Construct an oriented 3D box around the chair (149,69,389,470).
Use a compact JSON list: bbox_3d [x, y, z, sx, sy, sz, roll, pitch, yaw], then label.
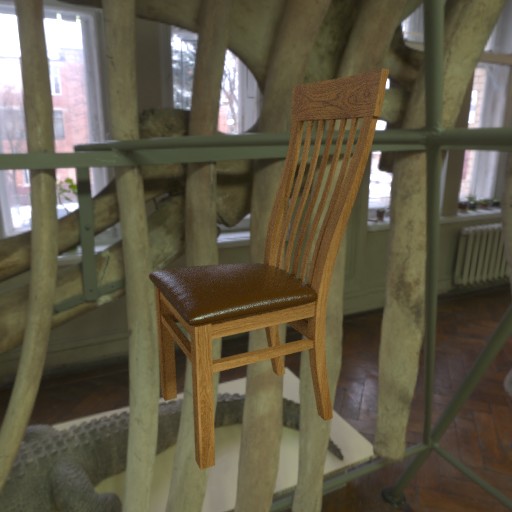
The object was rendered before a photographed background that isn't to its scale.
[{"bbox_3d":[0.000,0.000,1.368,0.580,1.050,0.450,-7,17,-25],"label":"chair"}]
